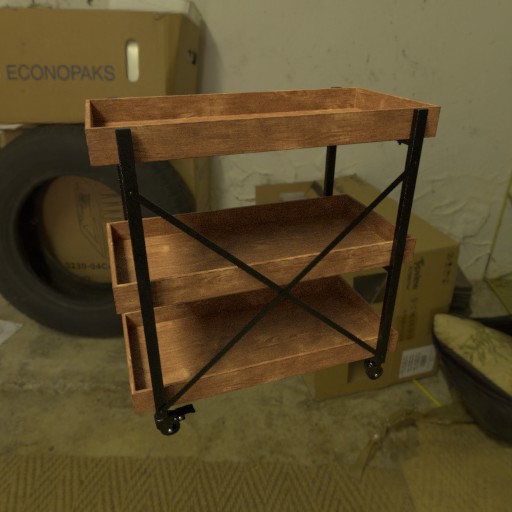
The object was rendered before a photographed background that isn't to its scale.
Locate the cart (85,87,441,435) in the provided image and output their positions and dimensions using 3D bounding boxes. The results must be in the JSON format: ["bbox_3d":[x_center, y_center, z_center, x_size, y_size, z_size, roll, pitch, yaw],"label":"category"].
[{"bbox_3d":[0.000,0.000,1.212,0.750,0.800,0.411,-9,29,-17],"label":"cart"}]
